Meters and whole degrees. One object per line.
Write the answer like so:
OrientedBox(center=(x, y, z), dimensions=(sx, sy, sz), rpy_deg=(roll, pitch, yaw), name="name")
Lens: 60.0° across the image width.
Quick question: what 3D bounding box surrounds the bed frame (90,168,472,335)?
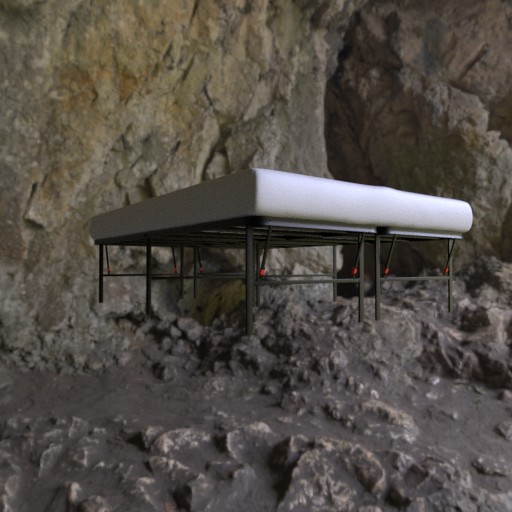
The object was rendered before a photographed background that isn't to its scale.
OrientedBox(center=(0.000, 0.000, 2.915), dimensions=(1.584, 0.667, 2.151), rpy_deg=(1, -2, -36), name="bed frame")
